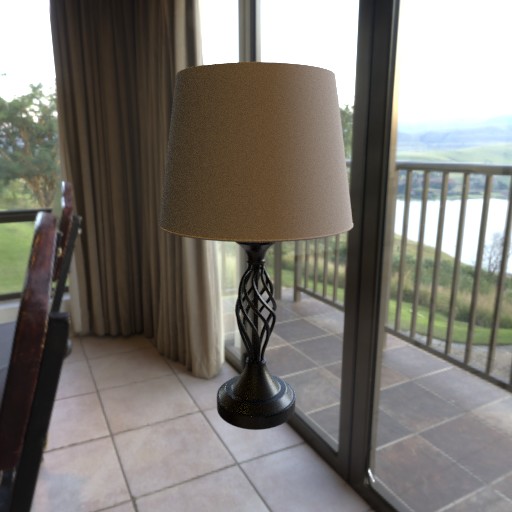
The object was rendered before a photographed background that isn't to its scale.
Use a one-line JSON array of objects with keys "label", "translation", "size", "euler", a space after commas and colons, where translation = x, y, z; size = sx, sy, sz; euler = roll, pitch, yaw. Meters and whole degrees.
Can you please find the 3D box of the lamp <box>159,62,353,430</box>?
[{"label": "lamp", "translation": [0.000, 0.000, 0.783], "size": [0.331, 0.594, 0.331], "euler": [0, 14, 0]}]
